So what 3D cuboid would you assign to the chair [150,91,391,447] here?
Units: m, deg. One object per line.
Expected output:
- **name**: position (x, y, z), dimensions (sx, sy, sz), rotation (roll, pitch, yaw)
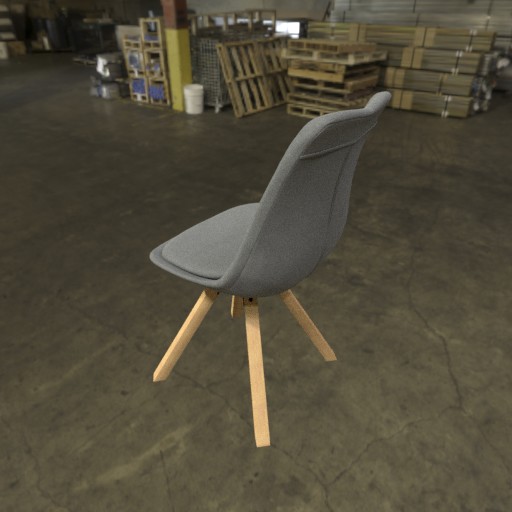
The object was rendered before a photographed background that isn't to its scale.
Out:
- **chair**: position (0.000, 0.000, 1.190), dimensions (0.549, 0.863, 0.474), rotation (21, 37, 31)
